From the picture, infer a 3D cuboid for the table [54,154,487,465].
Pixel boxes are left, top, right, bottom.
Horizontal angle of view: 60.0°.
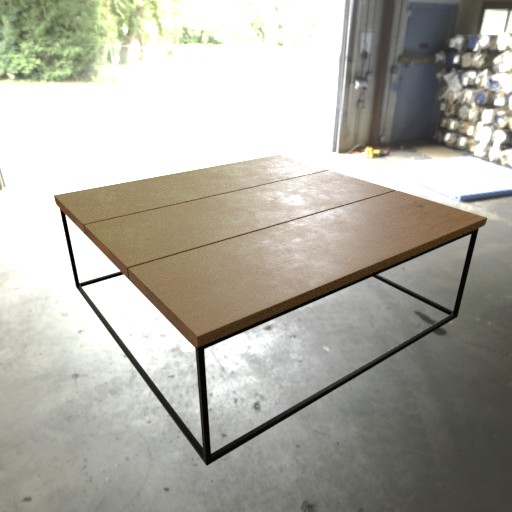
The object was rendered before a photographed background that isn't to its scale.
[{"bbox_3d":[0.000,0.000,1.666,1.100,0.400,1.100,-18,32,-32],"label":"table"}]
